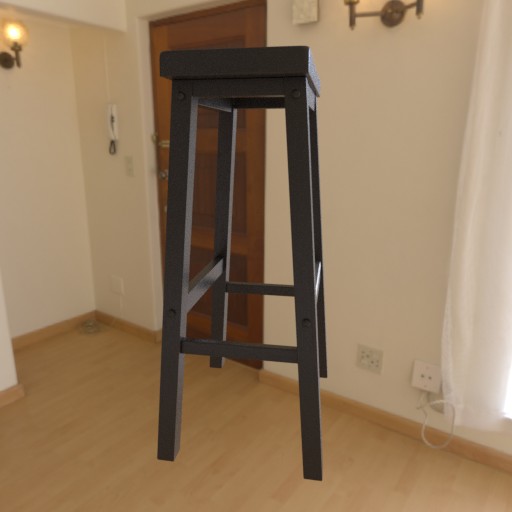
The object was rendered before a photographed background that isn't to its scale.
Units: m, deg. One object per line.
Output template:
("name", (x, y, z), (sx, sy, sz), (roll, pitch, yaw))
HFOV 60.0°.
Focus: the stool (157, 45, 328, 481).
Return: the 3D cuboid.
("stool", (0.000, 0.000, 0.943), (0.322, 0.742, 0.406), (3, 15, 10))
